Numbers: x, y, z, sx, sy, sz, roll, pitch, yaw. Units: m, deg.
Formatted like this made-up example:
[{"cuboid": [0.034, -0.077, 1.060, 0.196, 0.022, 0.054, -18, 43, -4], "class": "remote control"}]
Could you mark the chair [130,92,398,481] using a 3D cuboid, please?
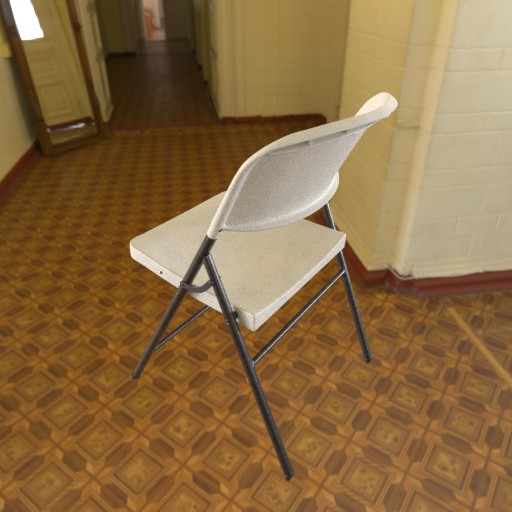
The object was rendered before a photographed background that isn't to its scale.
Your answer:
[{"cuboid": [0.000, 0.000, 1.128, 0.566, 0.810, 0.494, 21, 37, 30], "class": "chair"}]
